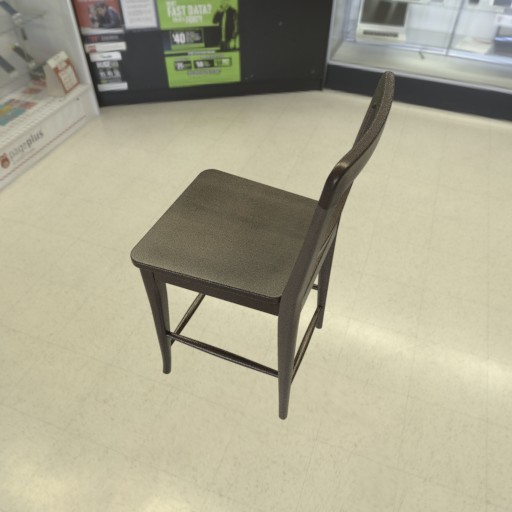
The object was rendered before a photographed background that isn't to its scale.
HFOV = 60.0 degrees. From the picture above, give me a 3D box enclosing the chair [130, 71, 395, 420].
[{"bbox_3d":[0.000,0.000,1.273,0.546,0.991,0.450,17,48,16],"label":"chair"}]
